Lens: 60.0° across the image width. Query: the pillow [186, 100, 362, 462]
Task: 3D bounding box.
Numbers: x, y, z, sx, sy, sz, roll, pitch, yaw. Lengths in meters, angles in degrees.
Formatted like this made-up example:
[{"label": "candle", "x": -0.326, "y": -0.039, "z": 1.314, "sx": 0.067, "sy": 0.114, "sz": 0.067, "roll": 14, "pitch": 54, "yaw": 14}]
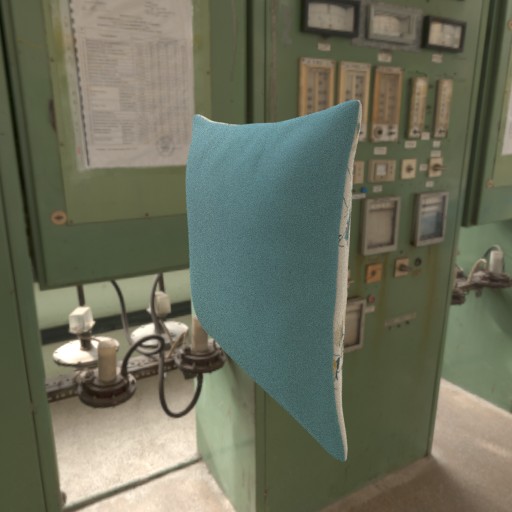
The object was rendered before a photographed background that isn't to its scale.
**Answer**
[{"label": "pillow", "x": 0.000, "y": 0.000, "z": 0.803, "sx": 0.166, "sy": 0.507, "sz": 0.526, "roll": -8, "pitch": 17, "yaw": -28}]
